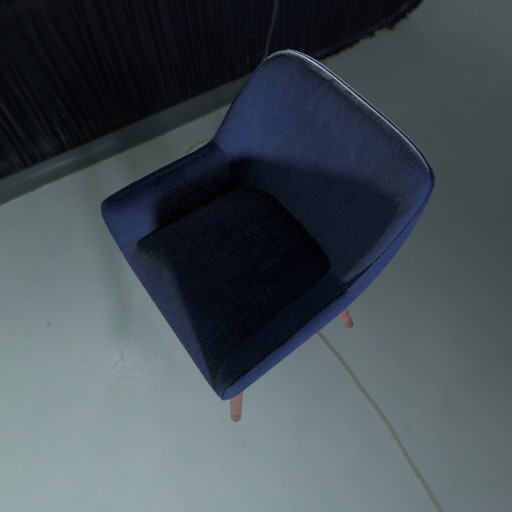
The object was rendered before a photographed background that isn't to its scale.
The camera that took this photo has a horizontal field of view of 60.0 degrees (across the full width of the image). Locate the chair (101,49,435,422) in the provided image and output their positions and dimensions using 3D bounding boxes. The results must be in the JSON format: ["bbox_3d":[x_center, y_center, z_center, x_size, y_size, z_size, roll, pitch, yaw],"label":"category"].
[{"bbox_3d":[0.000,0.000,1.244,0.600,0.820,0.600,-33,66,-16],"label":"chair"}]
